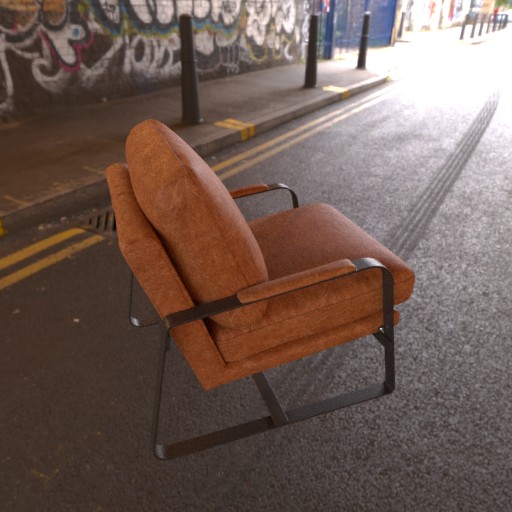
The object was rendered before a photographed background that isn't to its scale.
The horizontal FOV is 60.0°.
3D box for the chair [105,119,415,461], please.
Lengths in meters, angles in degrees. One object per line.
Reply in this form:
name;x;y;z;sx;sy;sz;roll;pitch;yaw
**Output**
chair;0.000;0.000;1.370;0.801;0.777;0.651;-10;31;-17
